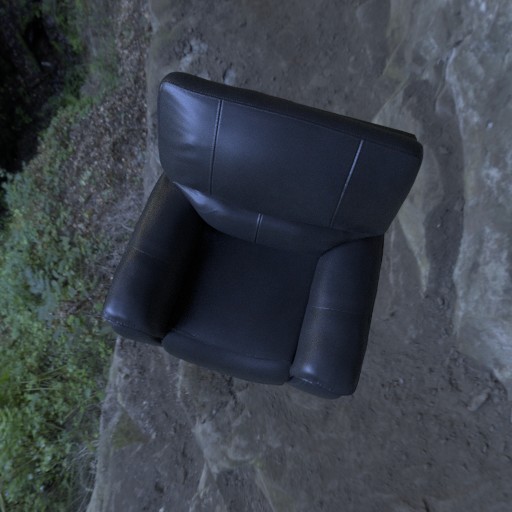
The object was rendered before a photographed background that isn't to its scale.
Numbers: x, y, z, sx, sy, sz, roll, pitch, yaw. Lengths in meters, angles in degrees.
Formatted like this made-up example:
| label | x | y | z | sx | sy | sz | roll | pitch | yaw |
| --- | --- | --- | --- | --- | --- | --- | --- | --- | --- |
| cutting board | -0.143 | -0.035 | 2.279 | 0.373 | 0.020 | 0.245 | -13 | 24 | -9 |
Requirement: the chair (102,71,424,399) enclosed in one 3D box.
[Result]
| label | x | y | z | sx | sy | sz | roll | pitch | yaw |
| --- | --- | --- | --- | --- | --- | --- | --- | --- | --- |
| chair | 0.000 | 0.000 | 1.992 | 1.096 | 1.109 | 1.087 | 16 | 77 | 4 |
